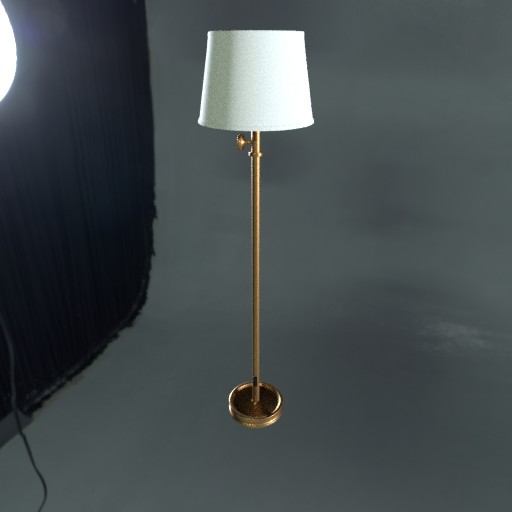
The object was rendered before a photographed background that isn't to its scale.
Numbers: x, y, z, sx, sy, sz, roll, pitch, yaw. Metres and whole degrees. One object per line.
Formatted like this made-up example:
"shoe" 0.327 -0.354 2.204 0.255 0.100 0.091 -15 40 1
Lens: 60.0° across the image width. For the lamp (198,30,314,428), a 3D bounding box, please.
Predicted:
"lamp" 0.000 0.000 0.787 0.178 0.710 0.178 0 25 0
